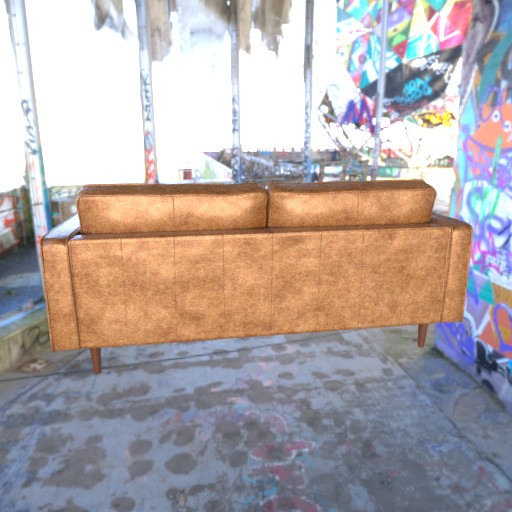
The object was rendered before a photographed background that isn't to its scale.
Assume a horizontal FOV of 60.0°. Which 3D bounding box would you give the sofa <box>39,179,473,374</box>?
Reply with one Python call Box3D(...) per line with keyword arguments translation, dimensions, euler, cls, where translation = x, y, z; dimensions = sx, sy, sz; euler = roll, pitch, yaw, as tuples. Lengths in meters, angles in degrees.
Box3D(translation=(0.000, 0.000, 2.363), dimensions=(1.920, 0.825, 0.924), euler=(-2, 15, -9), cls="sofa")
